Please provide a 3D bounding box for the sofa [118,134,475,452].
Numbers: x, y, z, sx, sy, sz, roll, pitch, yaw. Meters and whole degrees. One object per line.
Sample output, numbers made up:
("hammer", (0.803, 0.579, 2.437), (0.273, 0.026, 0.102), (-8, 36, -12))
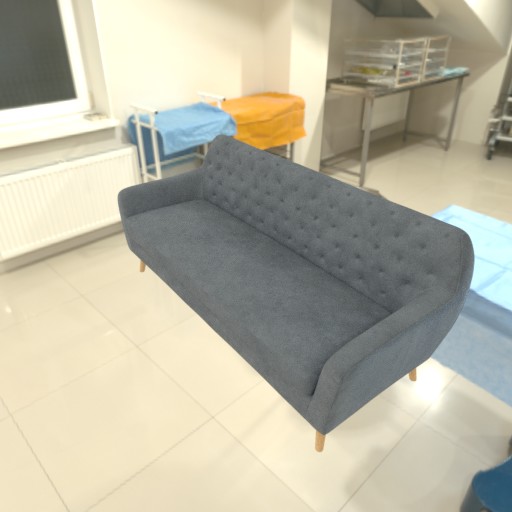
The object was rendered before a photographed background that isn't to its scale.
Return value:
("sofa", (0.000, 0.000, 2.421), (0.841, 0.832, 1.975), (-21, 37, -31))
